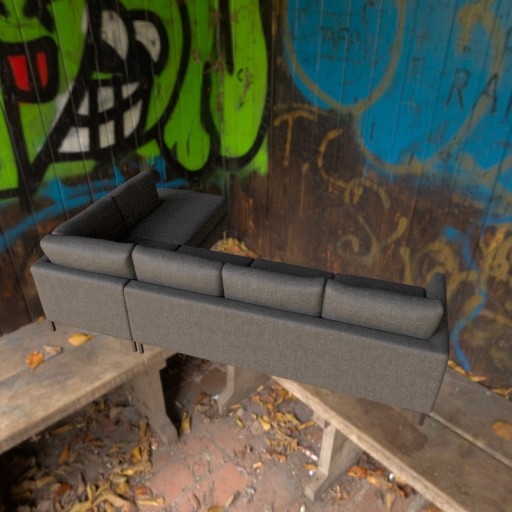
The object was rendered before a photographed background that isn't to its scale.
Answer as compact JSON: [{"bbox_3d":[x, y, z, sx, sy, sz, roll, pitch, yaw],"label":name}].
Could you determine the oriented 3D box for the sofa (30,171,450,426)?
[{"bbox_3d":[0.000,0.000,3.769,2.972,0.858,1.984,10,33,16],"label":"sofa"}]
